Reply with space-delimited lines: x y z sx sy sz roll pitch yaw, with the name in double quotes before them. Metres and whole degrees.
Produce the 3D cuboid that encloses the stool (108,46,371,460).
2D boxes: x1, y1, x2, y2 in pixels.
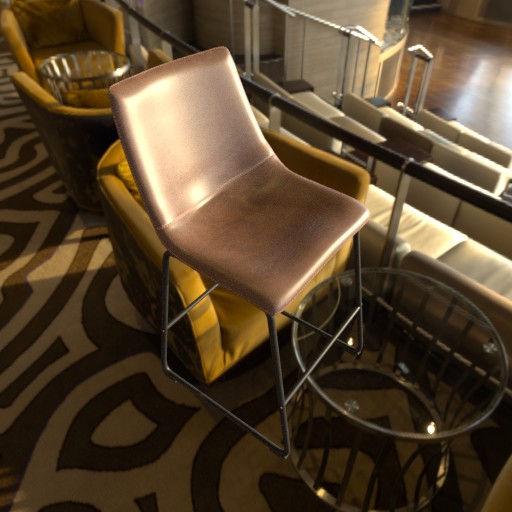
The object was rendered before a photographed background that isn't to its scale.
"stool" 0.000 0.000 1.182 0.550 0.890 0.460 26 47 27
